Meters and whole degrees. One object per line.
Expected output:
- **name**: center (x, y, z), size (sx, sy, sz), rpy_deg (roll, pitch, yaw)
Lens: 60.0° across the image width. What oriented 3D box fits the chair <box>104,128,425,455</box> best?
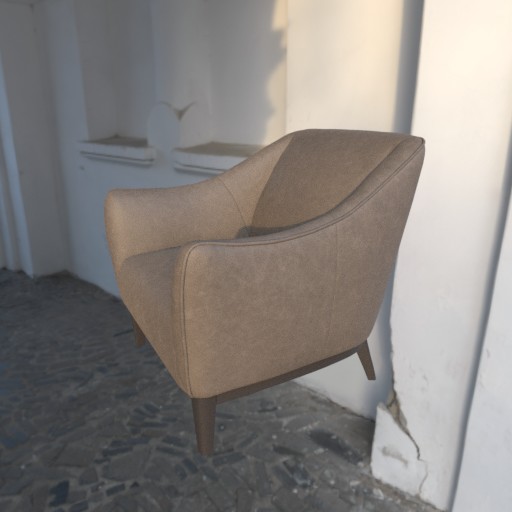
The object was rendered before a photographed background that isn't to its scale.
- **chair**: center (0.000, 0.000, 1.535), size (0.852, 0.830, 0.871), rpy_deg (-10, 20, -27)
